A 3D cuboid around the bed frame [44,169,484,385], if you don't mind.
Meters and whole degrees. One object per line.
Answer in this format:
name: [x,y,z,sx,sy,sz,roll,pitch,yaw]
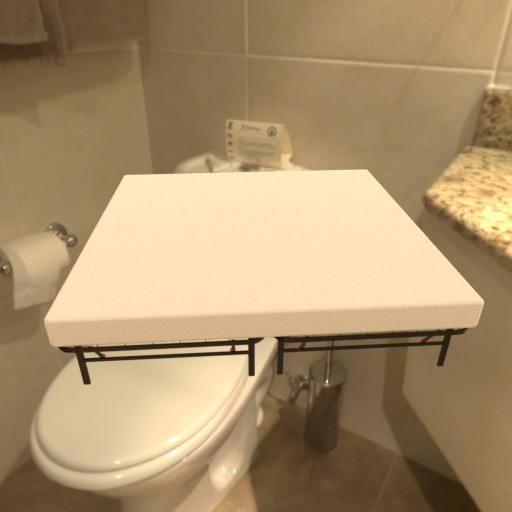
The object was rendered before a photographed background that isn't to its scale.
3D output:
bed frame: [0.000,0.000,2.976,2.033,0.525,1.935,-2,30,-4]
